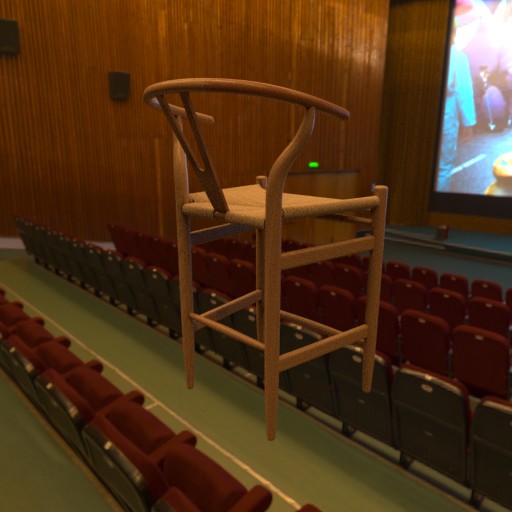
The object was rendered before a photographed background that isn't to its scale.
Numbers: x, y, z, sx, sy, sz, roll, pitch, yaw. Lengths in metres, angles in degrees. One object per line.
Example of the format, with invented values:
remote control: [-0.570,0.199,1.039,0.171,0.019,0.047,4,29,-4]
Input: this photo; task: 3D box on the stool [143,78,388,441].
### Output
stool: [0.000,0.000,1.306,0.536,0.923,0.575,14,21,43]
